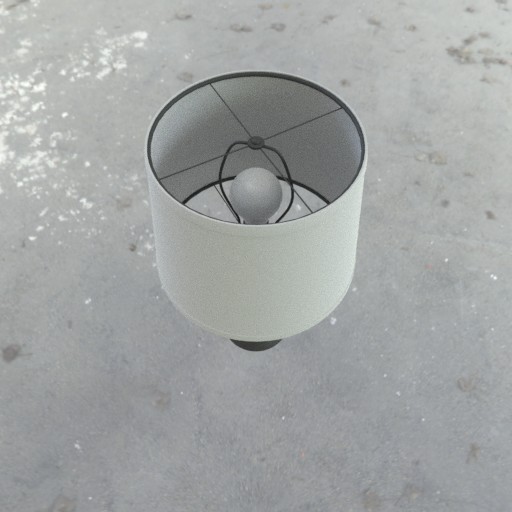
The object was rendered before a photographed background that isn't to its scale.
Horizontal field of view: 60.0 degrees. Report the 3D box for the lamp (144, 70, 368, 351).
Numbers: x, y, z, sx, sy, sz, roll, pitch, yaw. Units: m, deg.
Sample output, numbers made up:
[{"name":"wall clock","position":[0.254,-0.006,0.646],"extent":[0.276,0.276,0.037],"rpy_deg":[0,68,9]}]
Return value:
[{"name":"lamp","position":[0.000,0.000,0.716],"extent":[0.310,0.501,0.310],"rpy_deg":[0,57,0]}]
